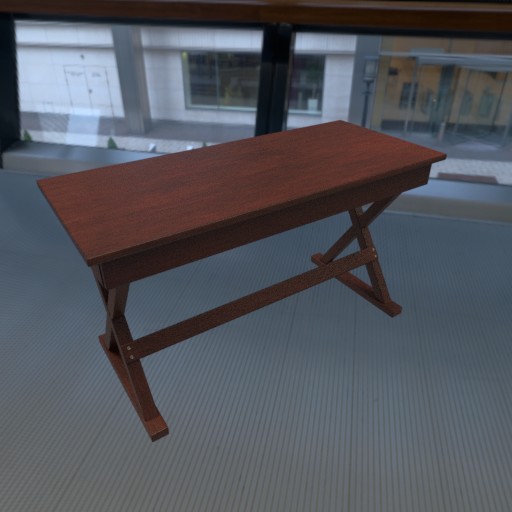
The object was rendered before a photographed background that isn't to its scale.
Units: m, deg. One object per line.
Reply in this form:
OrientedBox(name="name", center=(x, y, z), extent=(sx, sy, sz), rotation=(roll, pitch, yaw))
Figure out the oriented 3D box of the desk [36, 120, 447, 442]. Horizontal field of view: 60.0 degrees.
OrientedBox(name="desk", center=(0.000, 0.000, 1.795), extent=(1.372, 0.761, 0.600), rotation=(-19, 37, -28))
